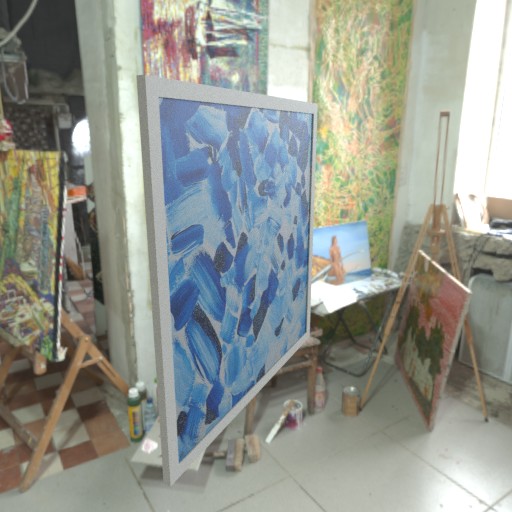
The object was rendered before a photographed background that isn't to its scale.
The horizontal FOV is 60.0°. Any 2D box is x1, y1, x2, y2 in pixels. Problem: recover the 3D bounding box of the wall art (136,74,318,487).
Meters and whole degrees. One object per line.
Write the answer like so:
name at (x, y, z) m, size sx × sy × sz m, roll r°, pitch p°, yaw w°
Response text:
wall art at (0.000, 0.000, 0.959) m, size 0.015 × 0.660 × 0.660 m, roll 8°, pitch 17°, yaw 27°
